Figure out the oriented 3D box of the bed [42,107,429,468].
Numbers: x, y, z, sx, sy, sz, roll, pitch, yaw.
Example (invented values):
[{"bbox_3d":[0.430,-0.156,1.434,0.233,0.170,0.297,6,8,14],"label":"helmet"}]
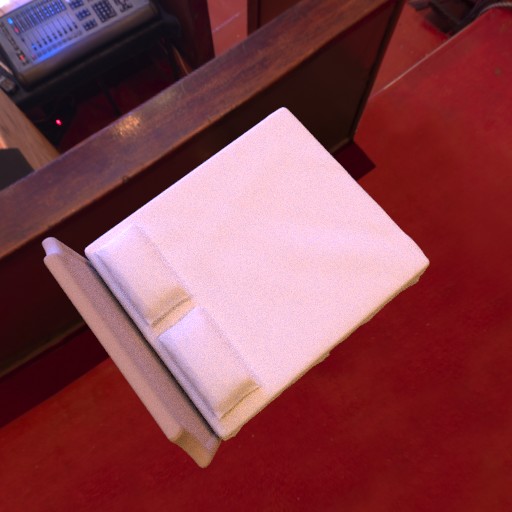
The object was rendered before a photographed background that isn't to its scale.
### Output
[{"bbox_3d":[0.000,0.000,4.106,2.773,1.590,2.350,-38,78,-9],"label":"bed"}]
